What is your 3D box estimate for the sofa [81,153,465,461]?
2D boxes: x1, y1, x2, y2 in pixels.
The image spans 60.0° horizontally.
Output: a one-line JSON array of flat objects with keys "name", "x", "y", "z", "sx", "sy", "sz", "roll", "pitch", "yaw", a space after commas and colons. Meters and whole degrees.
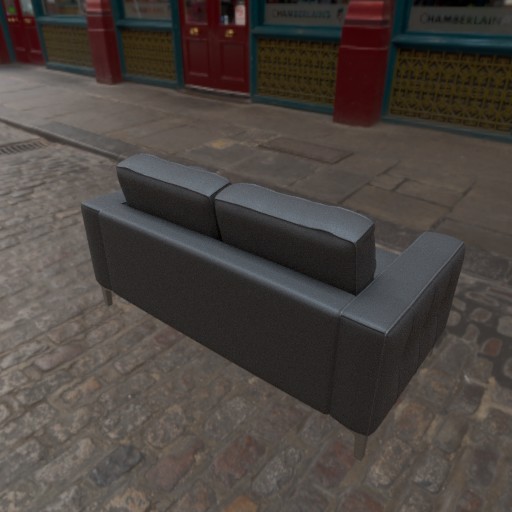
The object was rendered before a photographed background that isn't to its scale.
[{"name": "sofa", "x": 0.000, "y": 0.000, "z": 2.189, "sx": 1.726, "sy": 0.893, "sz": 0.833, "roll": 21, "pitch": 36, "yaw": 33}]
